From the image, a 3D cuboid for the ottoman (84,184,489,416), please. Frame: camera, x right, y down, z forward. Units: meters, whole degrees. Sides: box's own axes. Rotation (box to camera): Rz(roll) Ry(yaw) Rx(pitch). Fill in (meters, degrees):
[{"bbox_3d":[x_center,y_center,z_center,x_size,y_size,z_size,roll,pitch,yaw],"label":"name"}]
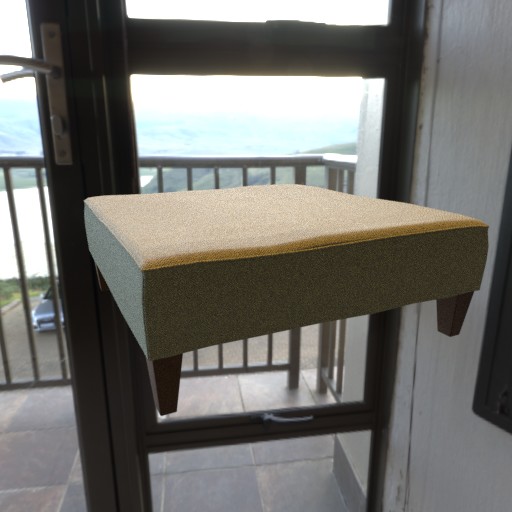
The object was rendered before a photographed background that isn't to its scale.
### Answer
[{"bbox_3d":[0.000,0.000,1.485,0.968,0.379,1.004,-7,17,-25],"label":"ottoman"}]
